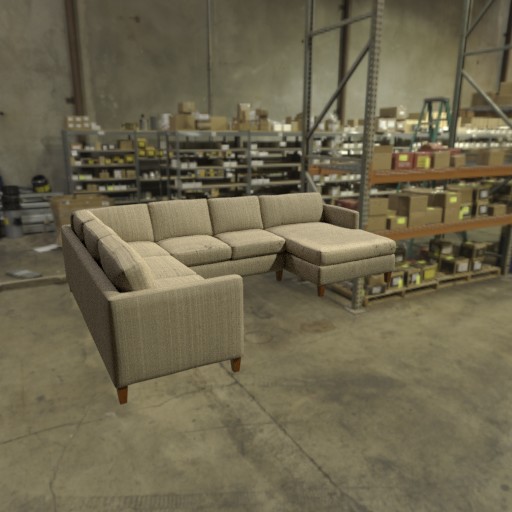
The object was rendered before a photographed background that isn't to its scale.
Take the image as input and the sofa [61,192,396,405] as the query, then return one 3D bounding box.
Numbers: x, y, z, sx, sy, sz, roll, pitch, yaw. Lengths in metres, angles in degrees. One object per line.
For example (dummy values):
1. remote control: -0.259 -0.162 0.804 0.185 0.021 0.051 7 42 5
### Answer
1. sofa: 0.000 0.000 4.589 3.460 0.961 2.594 -8 18 -28
